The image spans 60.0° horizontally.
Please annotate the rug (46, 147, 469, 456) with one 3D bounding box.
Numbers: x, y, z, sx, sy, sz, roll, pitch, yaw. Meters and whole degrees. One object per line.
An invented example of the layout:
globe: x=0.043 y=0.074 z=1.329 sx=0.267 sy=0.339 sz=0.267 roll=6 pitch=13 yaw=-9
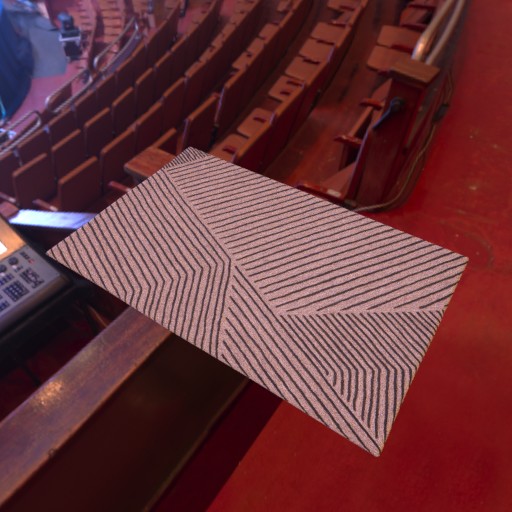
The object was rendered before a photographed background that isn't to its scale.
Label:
rug: x=0.000 y=0.000 z=2.980 sx=2.406 sy=0.023 sz=1.539 roll=26 pitch=52 yaw=22
